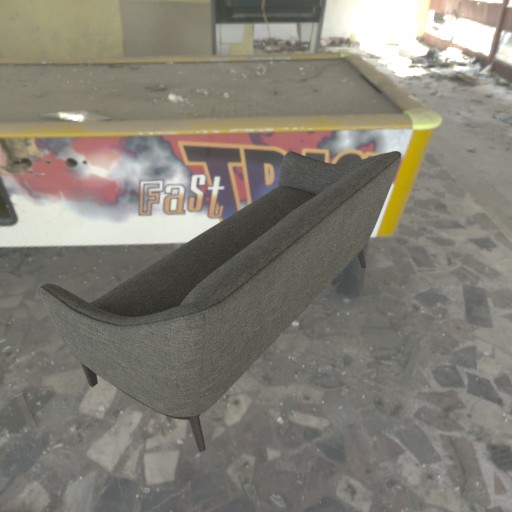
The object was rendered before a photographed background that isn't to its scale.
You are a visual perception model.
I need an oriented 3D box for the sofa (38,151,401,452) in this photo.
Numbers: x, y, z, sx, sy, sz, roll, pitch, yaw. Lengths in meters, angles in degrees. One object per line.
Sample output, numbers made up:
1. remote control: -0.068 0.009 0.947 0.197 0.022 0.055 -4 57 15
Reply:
1. sofa: 0.000 0.000 2.347 0.867 0.829 1.928 21 39 29
